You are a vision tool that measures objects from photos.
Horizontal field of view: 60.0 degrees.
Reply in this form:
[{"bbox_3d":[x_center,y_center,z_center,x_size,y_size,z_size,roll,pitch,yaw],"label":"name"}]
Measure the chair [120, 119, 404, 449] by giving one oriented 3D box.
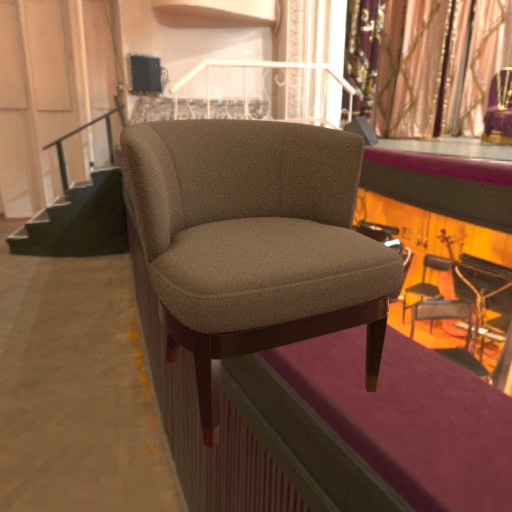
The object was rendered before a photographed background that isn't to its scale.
[{"bbox_3d":[0.000,0.000,1.287,0.700,0.760,0.660,-9,19,-26],"label":"chair"}]
